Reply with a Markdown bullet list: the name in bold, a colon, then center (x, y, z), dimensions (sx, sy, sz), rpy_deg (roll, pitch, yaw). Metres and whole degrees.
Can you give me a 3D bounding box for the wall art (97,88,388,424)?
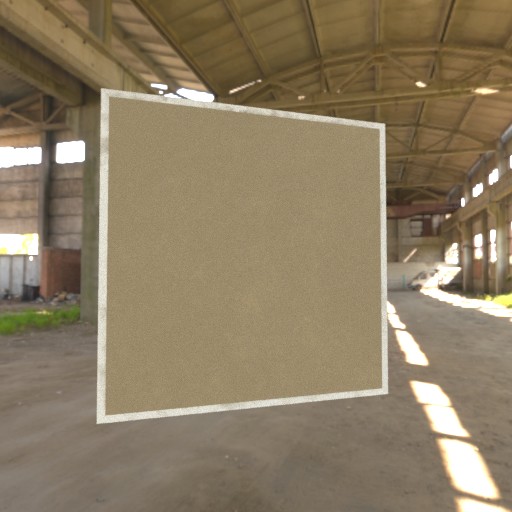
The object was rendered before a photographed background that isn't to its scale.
- **wall art**: center (0.000, 0.000, 1.138), dimensions (0.760, 0.757, 0.038), rpy_deg (1, -2, -19)
